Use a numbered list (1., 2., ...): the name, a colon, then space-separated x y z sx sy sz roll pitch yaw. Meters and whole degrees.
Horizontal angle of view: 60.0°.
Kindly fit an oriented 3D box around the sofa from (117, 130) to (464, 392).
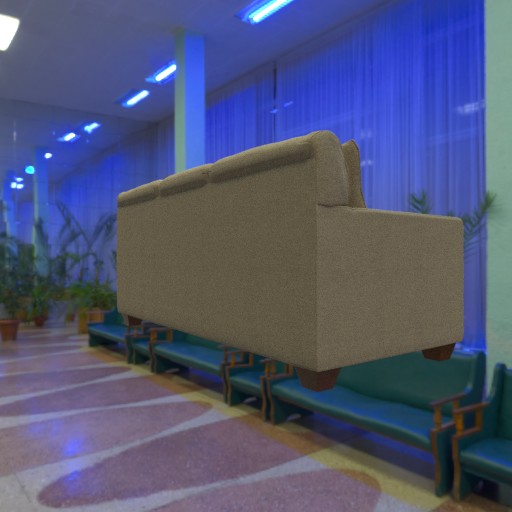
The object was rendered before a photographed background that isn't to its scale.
1. sofa: 0.000 0.000 2.585 0.997 0.958 2.024 0 0 -36
